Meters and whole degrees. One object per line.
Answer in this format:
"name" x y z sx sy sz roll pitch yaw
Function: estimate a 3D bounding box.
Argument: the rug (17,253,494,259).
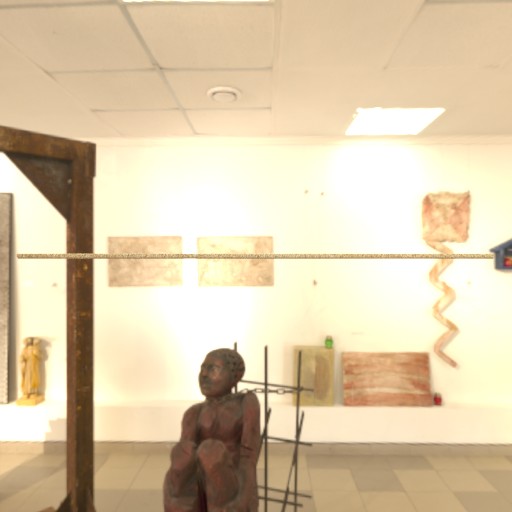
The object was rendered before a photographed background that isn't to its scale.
"rug" 0.000 0.000 2.925 2.346 0.025 1.500 0 0 1
